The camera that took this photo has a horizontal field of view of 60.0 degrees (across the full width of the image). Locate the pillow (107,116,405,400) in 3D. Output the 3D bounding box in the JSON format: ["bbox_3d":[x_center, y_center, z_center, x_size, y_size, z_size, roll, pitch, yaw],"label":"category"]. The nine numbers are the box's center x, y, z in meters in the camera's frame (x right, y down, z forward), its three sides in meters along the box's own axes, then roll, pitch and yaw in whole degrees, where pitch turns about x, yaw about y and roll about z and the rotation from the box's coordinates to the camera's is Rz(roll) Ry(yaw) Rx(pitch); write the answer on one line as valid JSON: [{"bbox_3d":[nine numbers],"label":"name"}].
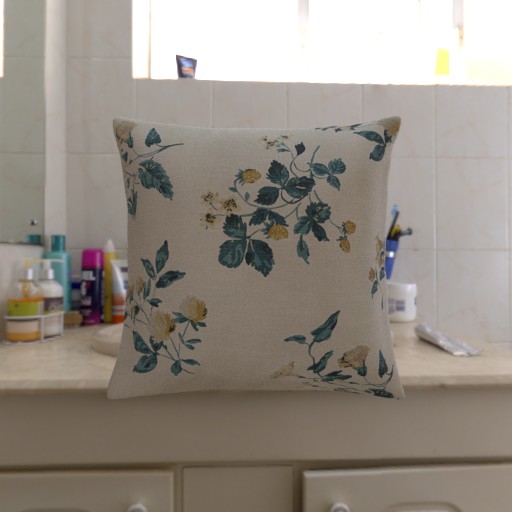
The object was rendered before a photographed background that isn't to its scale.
[{"bbox_3d":[0.000,0.000,0.795,0.526,0.507,0.166,0,-1,0],"label":"pillow"}]
